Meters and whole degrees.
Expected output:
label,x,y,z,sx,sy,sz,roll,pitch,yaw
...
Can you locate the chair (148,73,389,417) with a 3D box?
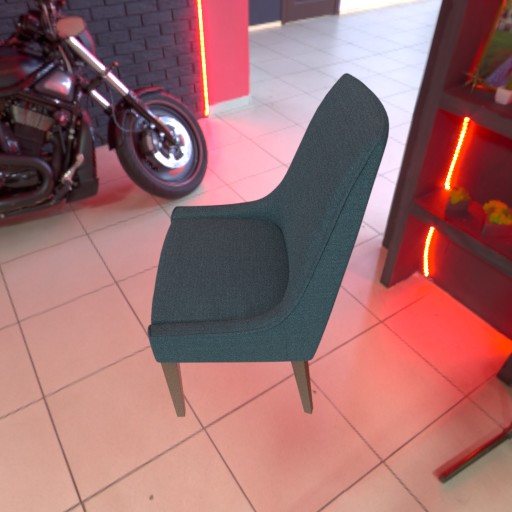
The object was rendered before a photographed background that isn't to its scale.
label,x,y,z,sx,sy,sz,roll,pitch,yaw
chair,0.000,0.000,1.208,0.544,0.861,0.529,-1,41,-1
